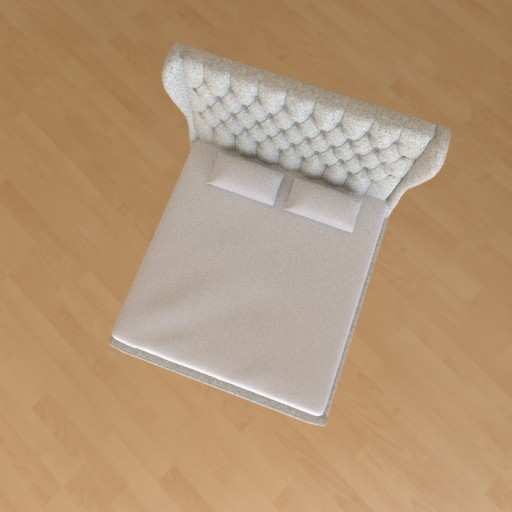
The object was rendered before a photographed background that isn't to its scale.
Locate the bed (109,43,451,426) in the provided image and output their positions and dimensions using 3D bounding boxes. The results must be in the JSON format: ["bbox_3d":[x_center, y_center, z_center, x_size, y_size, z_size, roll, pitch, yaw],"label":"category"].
[{"bbox_3d":[0.000,0.000,3.824,2.219,1.771,2.347,19,77,5],"label":"bed"}]
